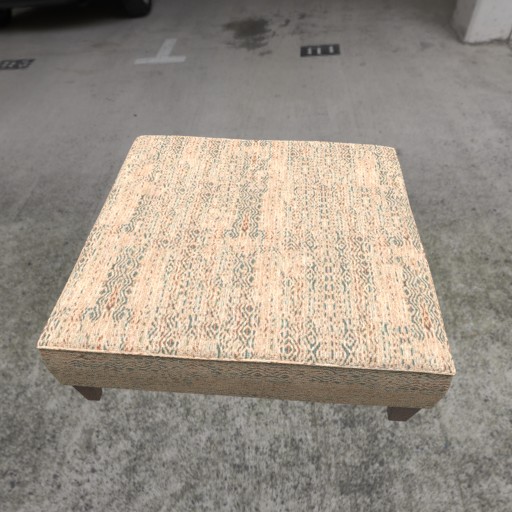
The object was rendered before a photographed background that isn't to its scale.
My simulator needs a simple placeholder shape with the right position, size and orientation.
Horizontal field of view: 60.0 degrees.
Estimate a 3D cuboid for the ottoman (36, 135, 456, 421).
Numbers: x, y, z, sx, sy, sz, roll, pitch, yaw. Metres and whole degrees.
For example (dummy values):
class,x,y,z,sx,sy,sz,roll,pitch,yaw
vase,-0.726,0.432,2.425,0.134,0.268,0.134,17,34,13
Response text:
class,x,y,z,sx,sy,sz,roll,pitch,yaw
ottoman,0.000,0.000,1.468,1.004,0.356,0.968,3,46,3
